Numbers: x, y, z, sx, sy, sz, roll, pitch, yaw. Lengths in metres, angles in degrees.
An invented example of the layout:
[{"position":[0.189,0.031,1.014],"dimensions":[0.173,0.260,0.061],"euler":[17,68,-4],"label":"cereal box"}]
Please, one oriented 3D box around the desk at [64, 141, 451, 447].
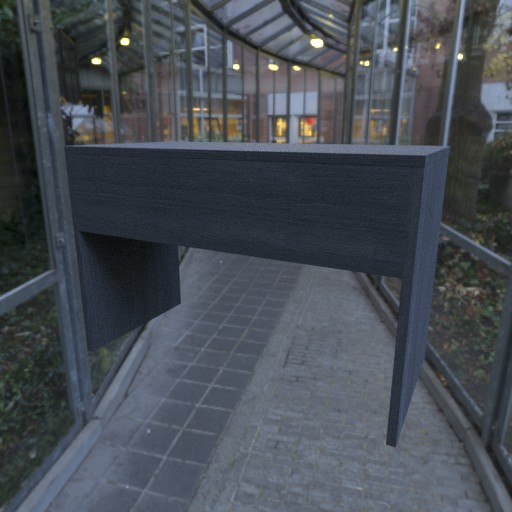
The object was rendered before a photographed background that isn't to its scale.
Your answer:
[{"position":[0.000,0.000,1.514],"dimensions":[1.099,0.729,0.557],"euler":[8,18,27],"label":"desk"}]
